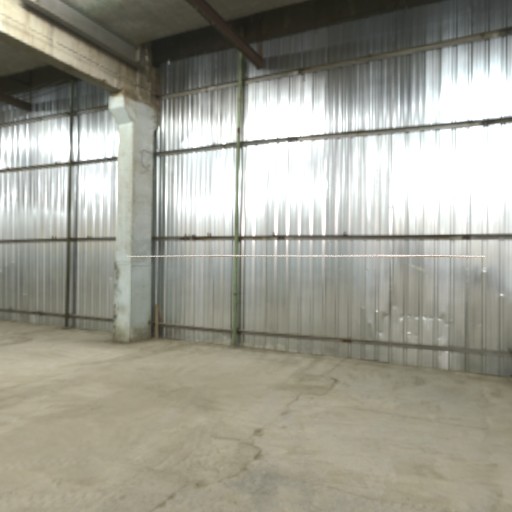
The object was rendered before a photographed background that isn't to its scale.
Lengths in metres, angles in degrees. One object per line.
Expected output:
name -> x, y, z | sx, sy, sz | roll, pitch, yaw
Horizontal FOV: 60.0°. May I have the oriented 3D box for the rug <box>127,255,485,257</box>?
rug -> 0.000, 0.000, 2.596 | 0.712, 0.013, 2.346 | 0, 0, -36
